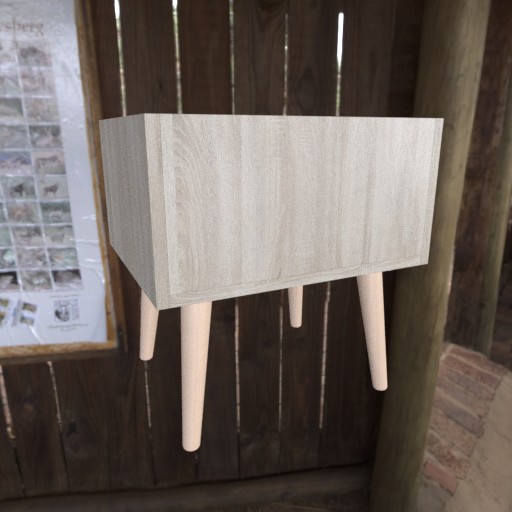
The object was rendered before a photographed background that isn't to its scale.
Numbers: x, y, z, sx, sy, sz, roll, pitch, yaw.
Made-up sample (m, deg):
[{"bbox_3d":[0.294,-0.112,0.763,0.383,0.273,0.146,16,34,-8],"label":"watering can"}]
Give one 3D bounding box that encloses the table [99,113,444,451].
[{"bbox_3d":[0.000,0.000,0.798,0.450,0.470,0.370,-8,17,-25],"label":"table"}]
